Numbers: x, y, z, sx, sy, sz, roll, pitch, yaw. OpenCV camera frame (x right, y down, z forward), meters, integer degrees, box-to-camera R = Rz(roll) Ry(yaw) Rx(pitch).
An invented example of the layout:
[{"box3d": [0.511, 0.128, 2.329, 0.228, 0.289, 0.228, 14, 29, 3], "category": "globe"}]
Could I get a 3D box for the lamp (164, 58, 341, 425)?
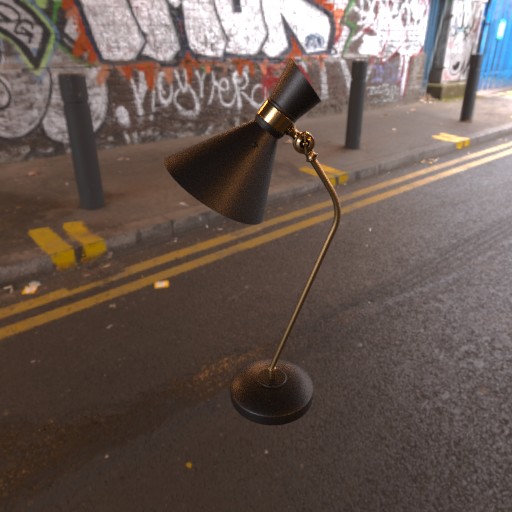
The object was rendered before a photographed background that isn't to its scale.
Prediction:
[{"box3d": [0.000, 0.000, 0.793, 0.292, 0.647, 0.189, 0, 26, -1], "category": "lamp"}]
